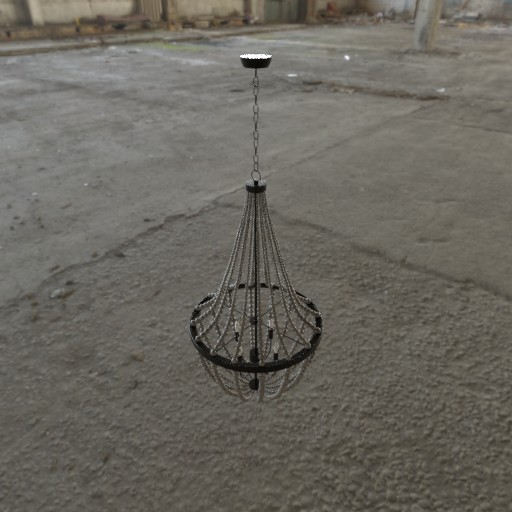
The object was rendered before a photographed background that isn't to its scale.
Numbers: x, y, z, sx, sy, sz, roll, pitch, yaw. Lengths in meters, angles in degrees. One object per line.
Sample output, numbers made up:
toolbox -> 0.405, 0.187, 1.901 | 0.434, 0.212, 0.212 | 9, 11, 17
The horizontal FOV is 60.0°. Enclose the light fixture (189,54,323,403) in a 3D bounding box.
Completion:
light fixture -> 0.000, 0.000, 1.371 | 0.450, 1.133, 0.450 | 0, 31, 0
